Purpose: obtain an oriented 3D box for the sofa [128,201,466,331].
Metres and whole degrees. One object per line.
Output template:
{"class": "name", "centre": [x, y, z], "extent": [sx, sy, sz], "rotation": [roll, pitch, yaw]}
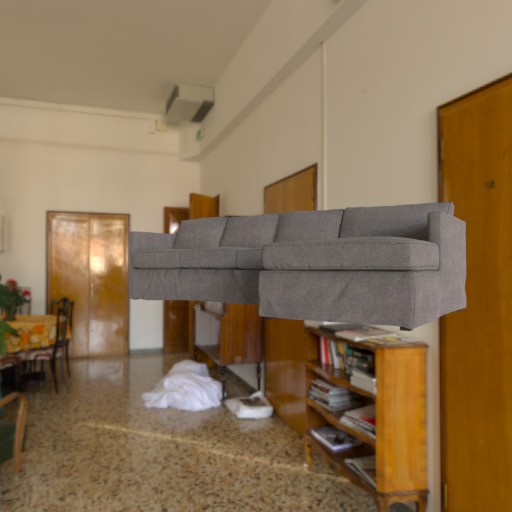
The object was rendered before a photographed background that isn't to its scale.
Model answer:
{"class": "sofa", "centre": [0.000, 0.000, 3.922], "extent": [3.205, 0.922, 1.650], "rotation": [-1, -1, 35]}
